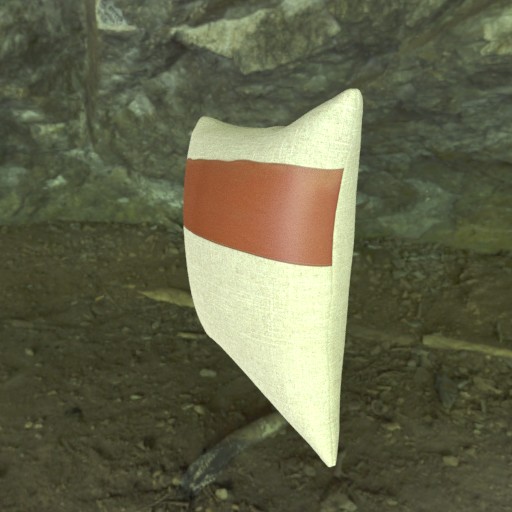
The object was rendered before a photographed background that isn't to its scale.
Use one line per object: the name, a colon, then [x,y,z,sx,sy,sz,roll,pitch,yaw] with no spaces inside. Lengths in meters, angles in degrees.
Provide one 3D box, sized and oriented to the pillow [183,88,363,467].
pillow: [0.000,0.000,0.621,0.173,0.399,0.414,-7,15,-25]
